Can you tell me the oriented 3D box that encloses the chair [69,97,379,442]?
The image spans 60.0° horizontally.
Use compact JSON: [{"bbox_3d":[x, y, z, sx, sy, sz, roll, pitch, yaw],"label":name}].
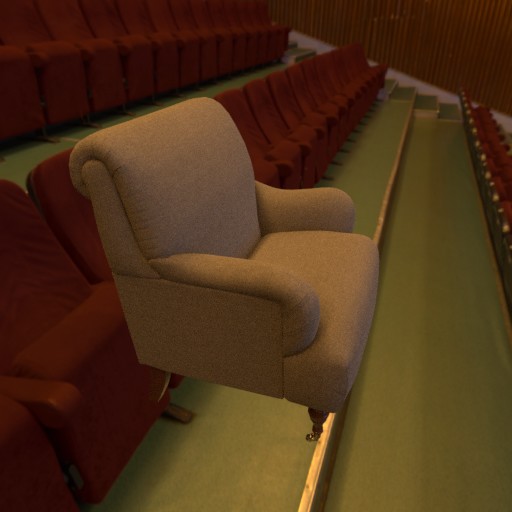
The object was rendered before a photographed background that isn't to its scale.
[{"bbox_3d":[0.000,0.000,1.548,0.843,0.942,0.766,9,30,17],"label":"chair"}]
